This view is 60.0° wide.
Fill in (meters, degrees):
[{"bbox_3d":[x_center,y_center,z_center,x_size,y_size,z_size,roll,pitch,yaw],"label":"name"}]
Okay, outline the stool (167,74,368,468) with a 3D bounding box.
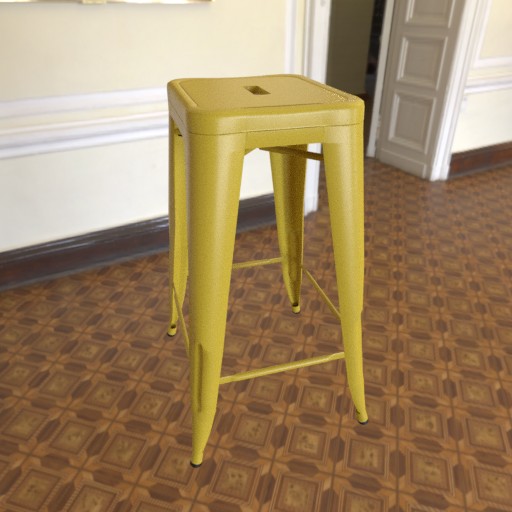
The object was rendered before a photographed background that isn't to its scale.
[{"bbox_3d":[0.000,0.000,0.849,0.359,0.609,0.399,-8,31,-14],"label":"stool"}]
